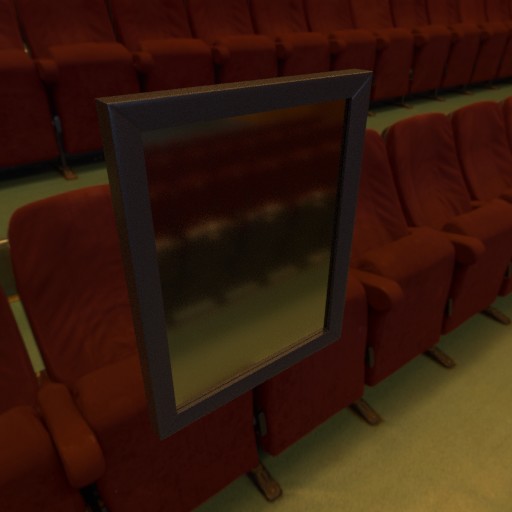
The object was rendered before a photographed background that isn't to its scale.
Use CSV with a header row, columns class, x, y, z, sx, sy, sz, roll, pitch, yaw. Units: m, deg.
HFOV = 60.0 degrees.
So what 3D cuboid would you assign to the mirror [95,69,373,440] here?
class,x,y,z,sx,sy,sz,roll,pitch,yaw
mirror,0.000,0.000,0.688,0.405,0.508,0.041,-21,36,-32
